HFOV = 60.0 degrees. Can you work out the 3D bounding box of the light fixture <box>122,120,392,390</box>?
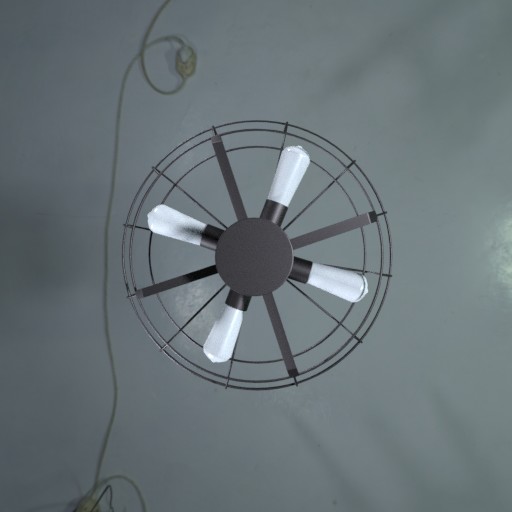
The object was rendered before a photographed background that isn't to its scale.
[{"bbox_3d":[0.000,0.000,0.895,0.582,0.311,0.582,0,90,1],"label":"light fixture"}]
